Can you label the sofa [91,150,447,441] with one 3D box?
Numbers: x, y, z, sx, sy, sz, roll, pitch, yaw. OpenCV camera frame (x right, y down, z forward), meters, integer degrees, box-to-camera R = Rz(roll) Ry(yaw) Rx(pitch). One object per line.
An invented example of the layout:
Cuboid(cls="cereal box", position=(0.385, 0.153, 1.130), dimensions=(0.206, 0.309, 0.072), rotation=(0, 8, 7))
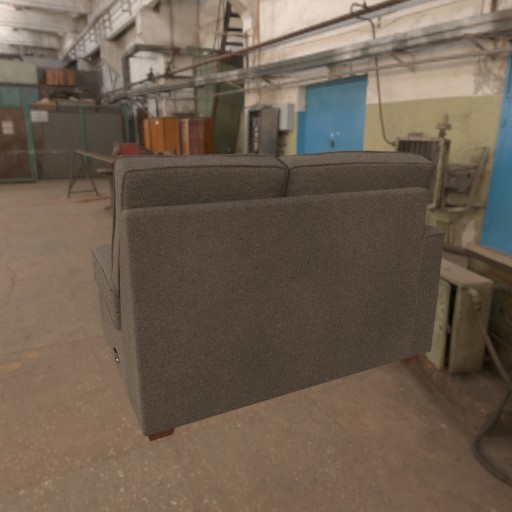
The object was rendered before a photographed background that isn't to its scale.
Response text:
Cuboid(cls="sofa", position=(0.000, 0.000, 2.083), dimensions=(1.388, 0.989, 0.991), rotation=(-8, 18, -26))
